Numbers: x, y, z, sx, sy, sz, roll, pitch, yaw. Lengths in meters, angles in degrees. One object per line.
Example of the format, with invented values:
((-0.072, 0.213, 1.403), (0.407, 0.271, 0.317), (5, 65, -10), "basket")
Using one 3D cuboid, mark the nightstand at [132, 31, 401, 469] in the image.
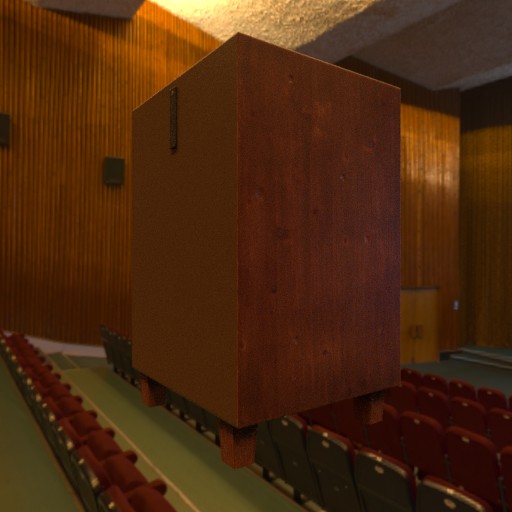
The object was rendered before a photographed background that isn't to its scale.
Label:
((0.000, 0.000, 0.990), (0.410, 0.695, 0.465), (0, 0, -36), "nightstand")
